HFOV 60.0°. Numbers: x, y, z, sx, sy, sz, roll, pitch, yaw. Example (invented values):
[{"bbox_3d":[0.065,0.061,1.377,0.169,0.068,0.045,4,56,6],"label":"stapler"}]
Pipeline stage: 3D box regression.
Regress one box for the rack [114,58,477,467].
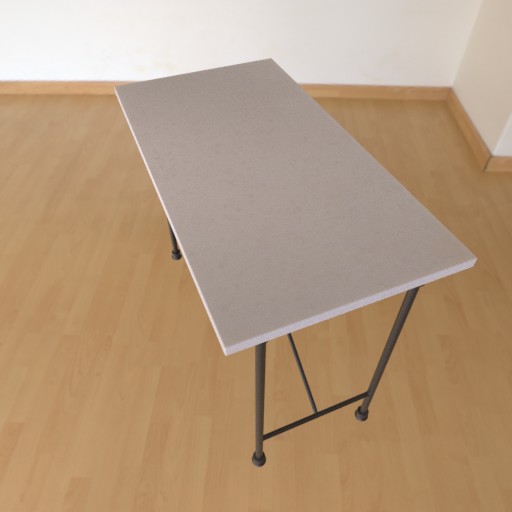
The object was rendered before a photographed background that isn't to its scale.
[{"bbox_3d":[0.000,0.000,1.615,0.613,0.880,1.159,-17,49,-15],"label":"rack"}]
